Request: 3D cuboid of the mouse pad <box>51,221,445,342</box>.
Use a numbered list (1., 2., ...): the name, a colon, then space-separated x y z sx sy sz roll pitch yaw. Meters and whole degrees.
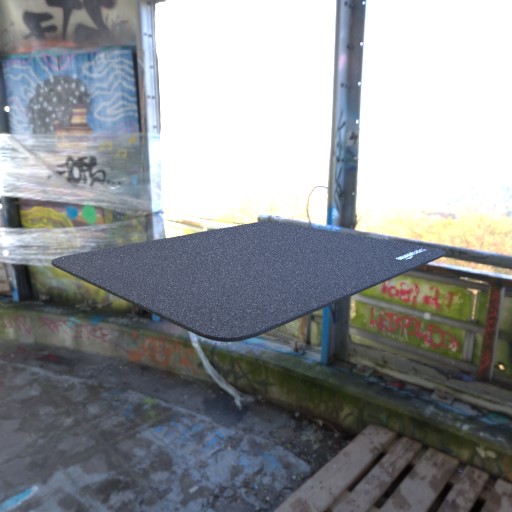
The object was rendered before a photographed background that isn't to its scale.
1. mouse pad: 0.000 0.000 0.352 0.211 0.002 0.249 14 20 43
